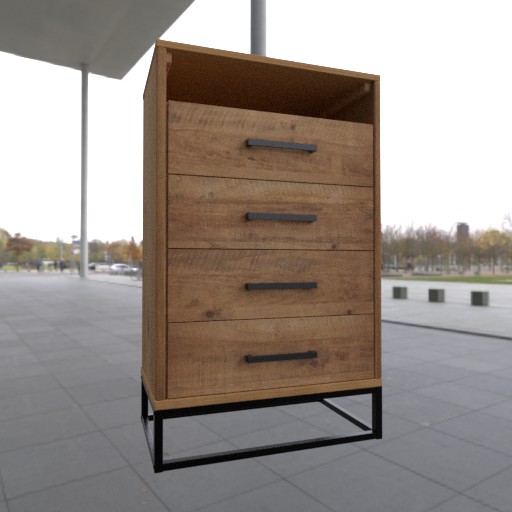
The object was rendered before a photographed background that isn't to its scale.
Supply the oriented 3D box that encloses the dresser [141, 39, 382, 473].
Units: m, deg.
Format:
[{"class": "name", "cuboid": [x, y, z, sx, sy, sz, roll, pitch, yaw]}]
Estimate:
[{"class": "dresser", "cuboid": [0.000, 0.000, 1.588, 0.761, 1.240, 0.479, 0, -1, -19]}]
